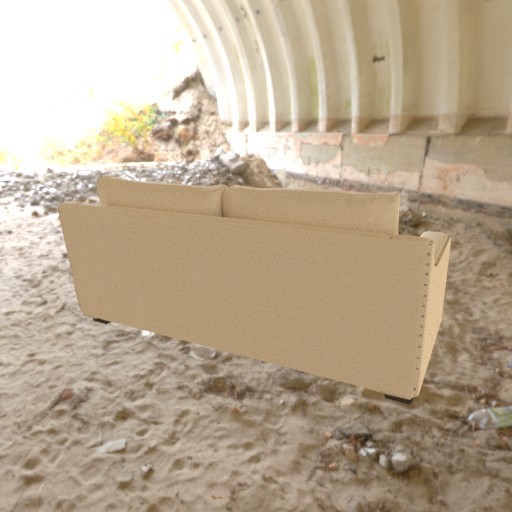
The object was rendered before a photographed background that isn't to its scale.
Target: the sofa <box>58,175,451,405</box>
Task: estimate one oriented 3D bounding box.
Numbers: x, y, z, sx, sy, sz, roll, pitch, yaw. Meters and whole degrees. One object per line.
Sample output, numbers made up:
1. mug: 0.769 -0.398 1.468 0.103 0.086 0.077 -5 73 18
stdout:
1. sofa: 0.000 0.000 2.339 1.812 0.830 0.949 8 18 27
